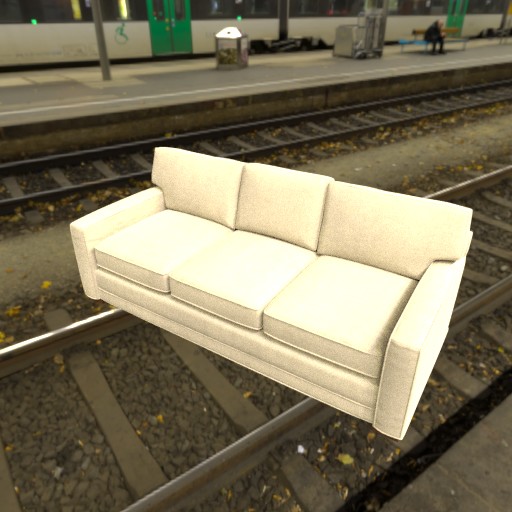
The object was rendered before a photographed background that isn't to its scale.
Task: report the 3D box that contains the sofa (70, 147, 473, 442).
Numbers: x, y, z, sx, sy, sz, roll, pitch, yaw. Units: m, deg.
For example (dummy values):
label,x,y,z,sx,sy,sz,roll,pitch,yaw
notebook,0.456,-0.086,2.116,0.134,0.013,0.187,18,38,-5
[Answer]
label,x,y,z,sx,sy,sz,roll,pitch,yaw
sofa,0.000,0.000,2.558,2.093,0.862,0.936,17,34,28
